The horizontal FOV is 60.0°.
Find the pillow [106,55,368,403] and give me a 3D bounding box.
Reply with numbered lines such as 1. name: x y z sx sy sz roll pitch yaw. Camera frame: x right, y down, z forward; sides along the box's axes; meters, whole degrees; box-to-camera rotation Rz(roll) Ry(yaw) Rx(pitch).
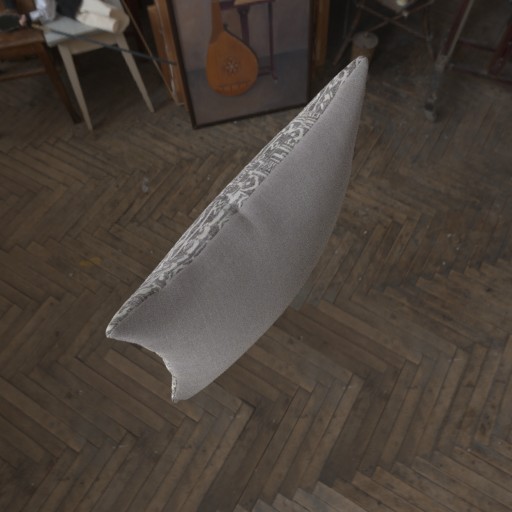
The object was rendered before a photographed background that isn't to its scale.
1. pillow: 0.000 0.000 0.780 0.180 0.487 0.546 34 69 15
